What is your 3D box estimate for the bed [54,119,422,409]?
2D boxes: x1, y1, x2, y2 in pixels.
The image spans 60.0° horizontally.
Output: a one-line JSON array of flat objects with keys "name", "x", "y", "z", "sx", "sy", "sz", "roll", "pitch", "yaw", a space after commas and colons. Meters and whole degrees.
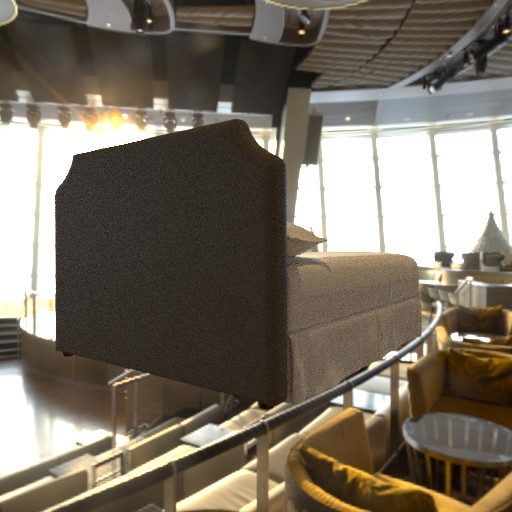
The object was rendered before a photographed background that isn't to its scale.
[{"name": "bed", "x": 0.000, "y": 0.000, "z": 3.870, "sx": 2.194, "sy": 1.561, "sz": 2.536, "roll": 1, "pitch": 1, "yaw": 36}]
